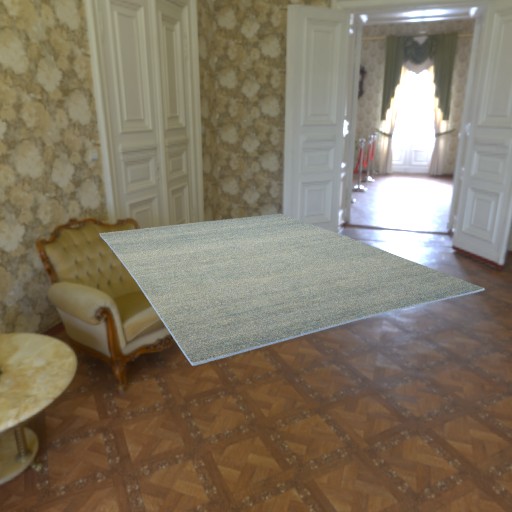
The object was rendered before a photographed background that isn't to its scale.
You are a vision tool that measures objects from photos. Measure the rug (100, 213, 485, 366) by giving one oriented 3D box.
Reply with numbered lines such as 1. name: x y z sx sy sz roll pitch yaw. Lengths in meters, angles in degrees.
1. rug: 0.000 0.000 4.349 2.461 0.046 3.237 -9 19 -26
